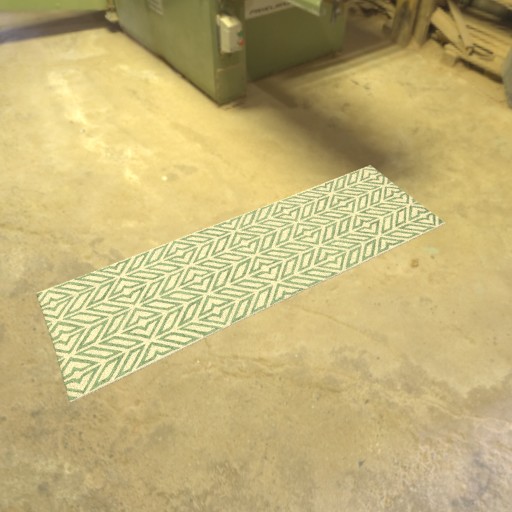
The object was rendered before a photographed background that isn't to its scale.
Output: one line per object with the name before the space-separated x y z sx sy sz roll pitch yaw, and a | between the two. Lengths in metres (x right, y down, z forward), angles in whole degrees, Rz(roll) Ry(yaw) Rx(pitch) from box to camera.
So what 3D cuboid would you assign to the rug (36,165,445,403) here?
rug | 0.000 0.000 2.697 2.435 0.009 0.750 -23 51 -20
